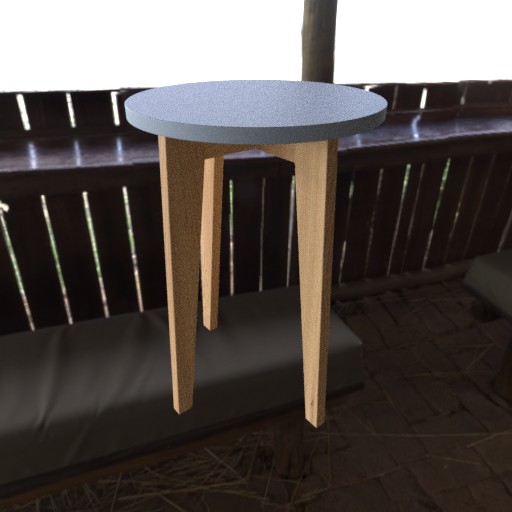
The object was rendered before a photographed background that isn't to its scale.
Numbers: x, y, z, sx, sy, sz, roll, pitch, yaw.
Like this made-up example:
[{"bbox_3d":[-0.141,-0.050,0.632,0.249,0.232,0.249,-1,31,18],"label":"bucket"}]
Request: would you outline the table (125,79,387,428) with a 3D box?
[{"bbox_3d":[0.000,0.000,0.732,0.350,0.500,0.350,0,29,0],"label":"table"}]
